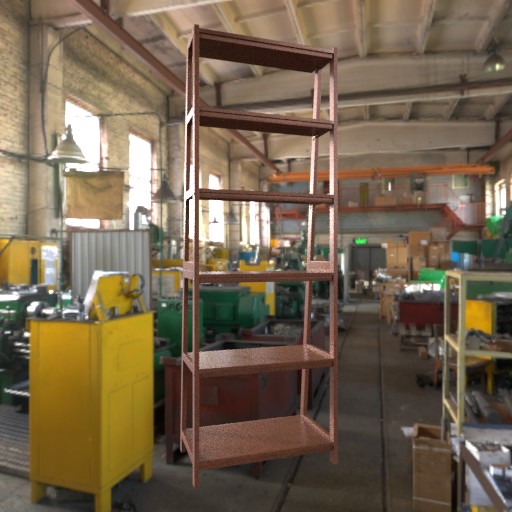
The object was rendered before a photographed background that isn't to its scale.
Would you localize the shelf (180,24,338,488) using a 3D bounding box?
[{"bbox_3d":[0.000,0.000,2.091,0.660,1.892,0.382,0,0,-18],"label":"shelf"}]
